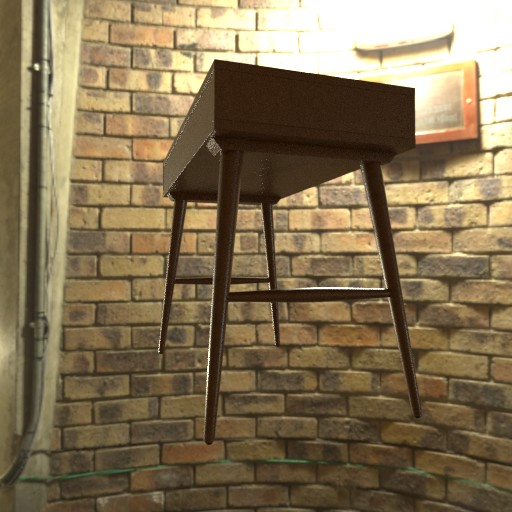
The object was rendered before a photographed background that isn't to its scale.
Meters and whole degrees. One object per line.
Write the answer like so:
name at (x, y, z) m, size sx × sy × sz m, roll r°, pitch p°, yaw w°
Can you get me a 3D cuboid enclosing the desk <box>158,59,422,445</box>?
desk at (0.000, 0.000, 1.389) m, size 0.510 × 0.758 × 0.949 m, roll 0°, pitch -1°, yaw -18°
